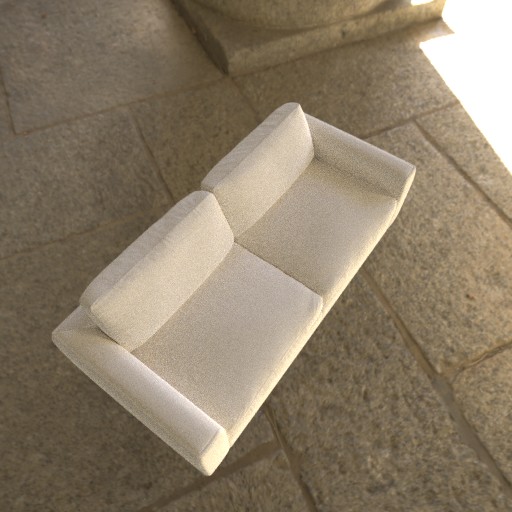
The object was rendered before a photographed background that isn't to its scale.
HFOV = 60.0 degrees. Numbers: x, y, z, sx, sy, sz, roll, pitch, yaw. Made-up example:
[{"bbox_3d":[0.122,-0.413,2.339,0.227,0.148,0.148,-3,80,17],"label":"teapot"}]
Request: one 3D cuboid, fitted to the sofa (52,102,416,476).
[{"bbox_3d":[0.000,0.000,2.753,1.070,0.801,2.262,32,63,19],"label":"sofa"}]
